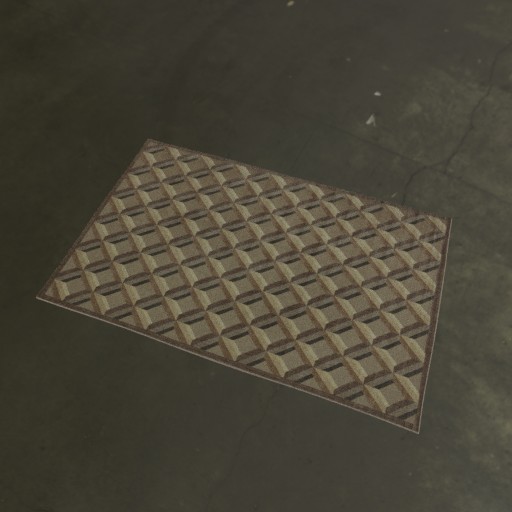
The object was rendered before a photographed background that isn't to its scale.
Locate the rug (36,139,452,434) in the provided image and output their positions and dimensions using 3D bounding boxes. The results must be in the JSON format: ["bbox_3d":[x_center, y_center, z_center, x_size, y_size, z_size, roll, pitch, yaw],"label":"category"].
[{"bbox_3d":[0.000,0.000,2.065,1.677,0.011,1.066,17,59,11],"label":"rug"}]
